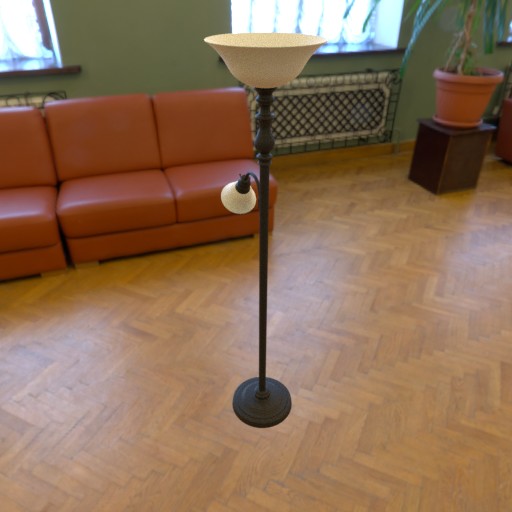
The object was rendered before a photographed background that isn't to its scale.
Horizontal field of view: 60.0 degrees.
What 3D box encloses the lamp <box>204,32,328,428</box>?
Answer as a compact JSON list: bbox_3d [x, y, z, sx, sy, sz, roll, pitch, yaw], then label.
[{"bbox_3d":[0.000,0.000,2.005,0.405,1.793,0.588,-12,34,-18],"label":"lamp"}]
